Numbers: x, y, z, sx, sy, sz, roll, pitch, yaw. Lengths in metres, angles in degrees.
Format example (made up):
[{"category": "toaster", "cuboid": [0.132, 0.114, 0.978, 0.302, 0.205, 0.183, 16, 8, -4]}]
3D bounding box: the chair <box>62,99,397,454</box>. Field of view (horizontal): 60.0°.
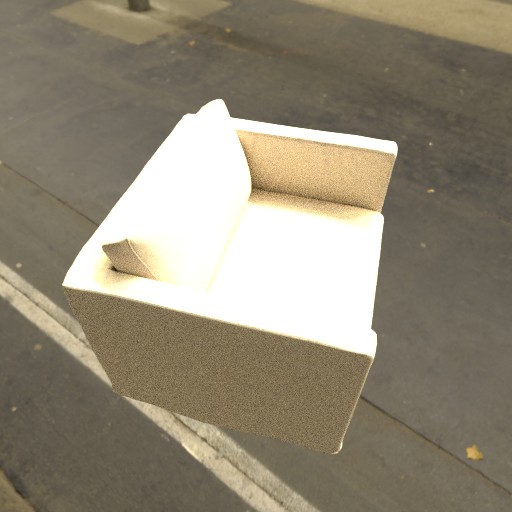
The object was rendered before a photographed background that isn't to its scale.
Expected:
[{"category": "chair", "cuboid": [0.000, 0.000, 1.745, 0.947, 0.851, 1.057, 12, 48, 11]}]
